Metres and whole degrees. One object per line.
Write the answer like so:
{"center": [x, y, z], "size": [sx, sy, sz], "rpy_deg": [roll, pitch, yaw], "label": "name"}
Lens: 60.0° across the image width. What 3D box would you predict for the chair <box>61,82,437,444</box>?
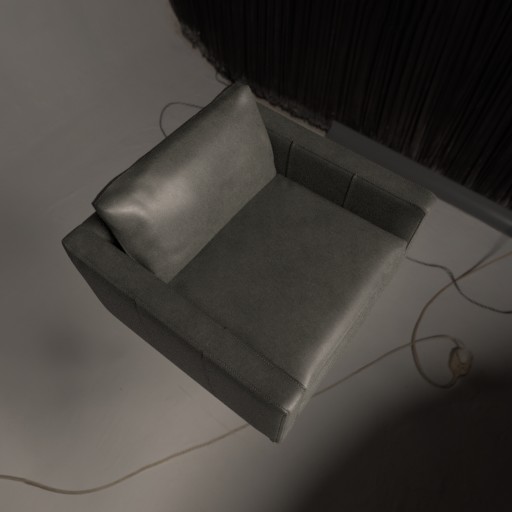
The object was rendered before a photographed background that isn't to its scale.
{"center": [0.000, 0.000, 1.532], "size": [0.861, 0.824, 0.967], "rpy_deg": [33, 64, 18], "label": "chair"}
